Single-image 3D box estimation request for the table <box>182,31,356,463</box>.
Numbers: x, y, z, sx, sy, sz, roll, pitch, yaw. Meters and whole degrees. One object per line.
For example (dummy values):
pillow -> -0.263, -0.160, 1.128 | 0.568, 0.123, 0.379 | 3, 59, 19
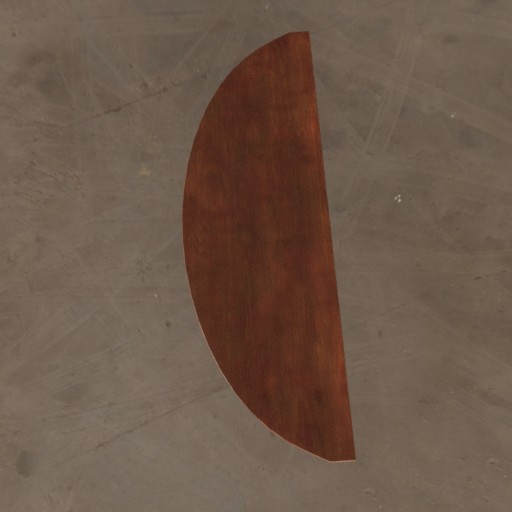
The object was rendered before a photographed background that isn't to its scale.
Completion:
table -> 0.000, 0.000, 1.516 | 0.394, 0.699, 1.198 | -3, 75, -1
